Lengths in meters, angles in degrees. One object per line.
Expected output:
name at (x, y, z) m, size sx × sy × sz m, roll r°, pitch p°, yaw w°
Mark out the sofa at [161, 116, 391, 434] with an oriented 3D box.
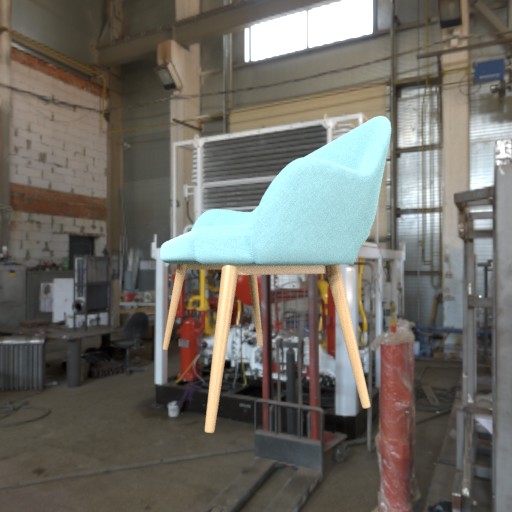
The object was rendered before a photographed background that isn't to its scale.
sofa at (0.000, 0.000, 1.600) m, size 0.610 × 0.840 × 1.150 m, roll 0°, pitch -1°, yaw -17°
